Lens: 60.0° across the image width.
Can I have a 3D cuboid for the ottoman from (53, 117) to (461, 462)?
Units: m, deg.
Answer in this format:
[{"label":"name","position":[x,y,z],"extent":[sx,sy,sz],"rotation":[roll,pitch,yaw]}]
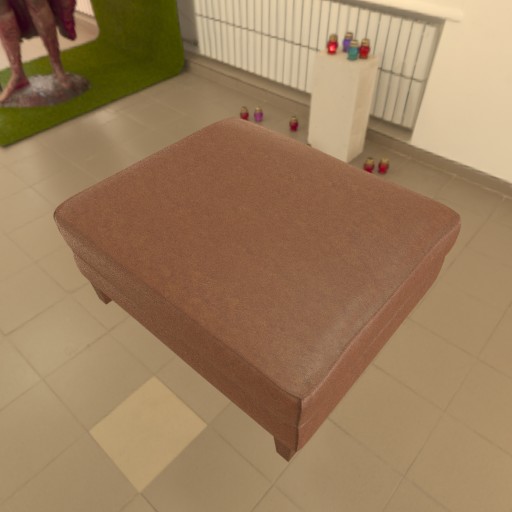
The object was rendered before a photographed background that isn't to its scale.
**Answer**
[{"label":"ottoman","position":[0.000,0.000,1.475],"extent":[0.987,0.472,0.836],"rotation":[32,53,28]}]
